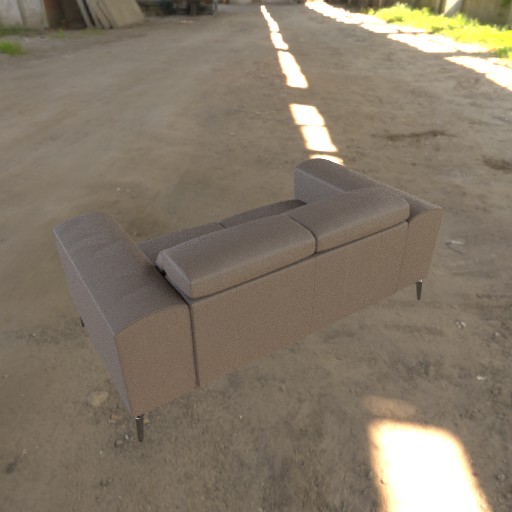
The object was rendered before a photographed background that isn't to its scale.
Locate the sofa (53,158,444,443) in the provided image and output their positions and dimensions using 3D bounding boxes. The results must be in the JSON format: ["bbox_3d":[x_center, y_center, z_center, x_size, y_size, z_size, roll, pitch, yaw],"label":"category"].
[{"bbox_3d":[0.000,0.000,2.488,1.895,0.779,1.003,-19,37,-28],"label":"sofa"}]
